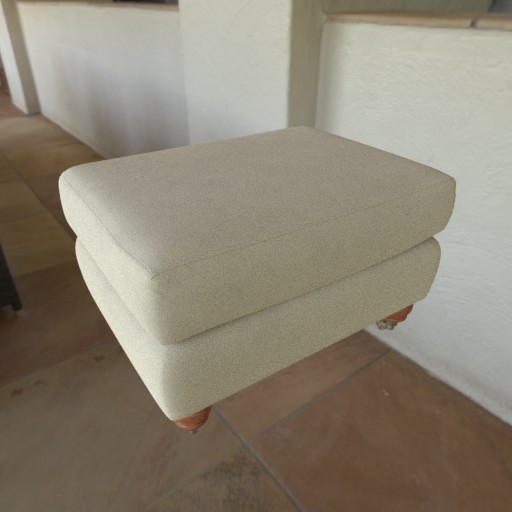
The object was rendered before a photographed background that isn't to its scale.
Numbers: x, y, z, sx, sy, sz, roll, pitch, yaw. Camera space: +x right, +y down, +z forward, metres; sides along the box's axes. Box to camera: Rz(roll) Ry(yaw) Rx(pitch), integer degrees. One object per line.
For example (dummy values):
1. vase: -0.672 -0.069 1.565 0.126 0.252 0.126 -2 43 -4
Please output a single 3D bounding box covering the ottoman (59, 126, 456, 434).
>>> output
1. ottoman: 0.000 0.000 1.113 0.773 0.504 0.569 -19 35 -29
